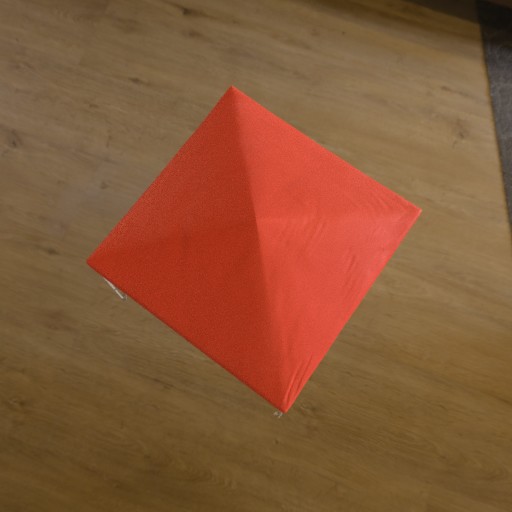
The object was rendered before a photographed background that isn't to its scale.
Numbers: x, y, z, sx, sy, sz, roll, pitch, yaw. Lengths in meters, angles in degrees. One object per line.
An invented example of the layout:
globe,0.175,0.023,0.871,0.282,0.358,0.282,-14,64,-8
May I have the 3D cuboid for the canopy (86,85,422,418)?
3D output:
canopy,0.000,0.000,5.191,2.849,2.850,2.850,35,80,7
